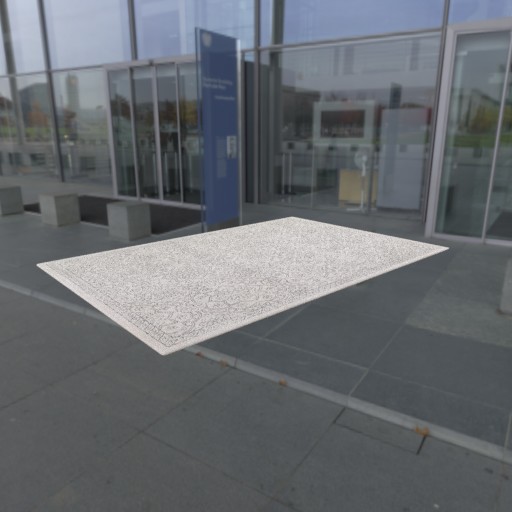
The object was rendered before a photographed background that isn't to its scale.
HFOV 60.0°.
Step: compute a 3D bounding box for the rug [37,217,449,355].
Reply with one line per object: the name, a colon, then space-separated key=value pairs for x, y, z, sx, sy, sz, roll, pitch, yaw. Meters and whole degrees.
rug: x=0.000 y=0.000 z=2.924 sx=2.286 sy=0.011 sz=1.524 roll=-14 pitch=21 yaw=-40
